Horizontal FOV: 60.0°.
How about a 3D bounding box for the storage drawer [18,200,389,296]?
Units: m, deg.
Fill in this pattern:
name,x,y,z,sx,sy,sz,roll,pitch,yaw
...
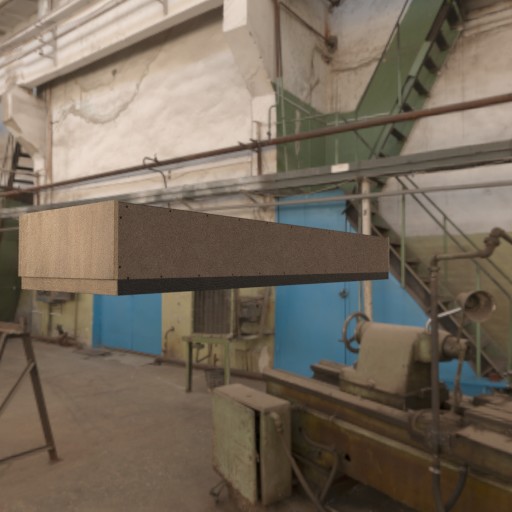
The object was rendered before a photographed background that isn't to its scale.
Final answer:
name,x,y,z,sx,sy,sz,roll,pitch,yaw
storage drawer,0.000,0.000,2.260,0.591,0.274,2.072,-1,-2,38
